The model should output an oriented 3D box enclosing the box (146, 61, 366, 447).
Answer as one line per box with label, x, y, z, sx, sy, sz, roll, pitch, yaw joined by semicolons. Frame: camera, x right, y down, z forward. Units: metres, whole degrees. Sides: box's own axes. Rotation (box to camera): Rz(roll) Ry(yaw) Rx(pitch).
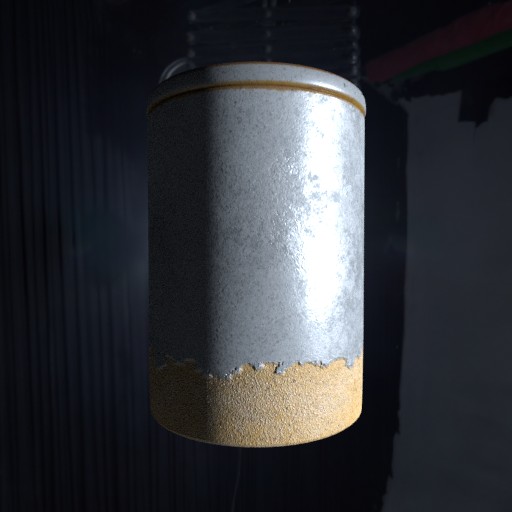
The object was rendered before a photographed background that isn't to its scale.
box;0.000;0.000;0.246;0.118;0.168;0.118;0;0;0
